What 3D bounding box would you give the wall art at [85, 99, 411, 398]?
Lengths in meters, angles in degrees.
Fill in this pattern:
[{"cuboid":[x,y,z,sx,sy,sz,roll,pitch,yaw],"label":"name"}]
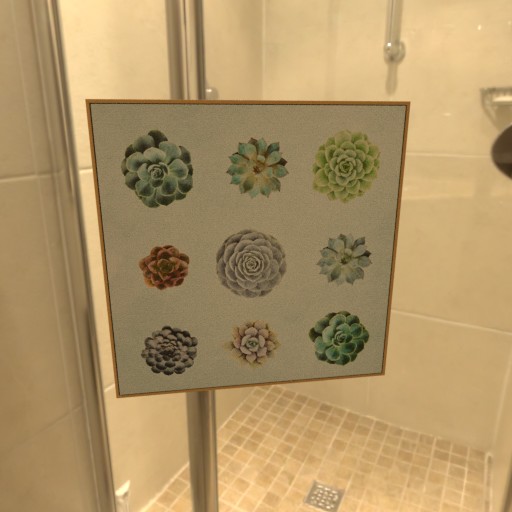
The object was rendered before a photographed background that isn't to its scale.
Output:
[{"cuboid":[0.000,0.000,0.687,0.457,0.455,0.013,-2,17,-8],"label":"wall art"}]
